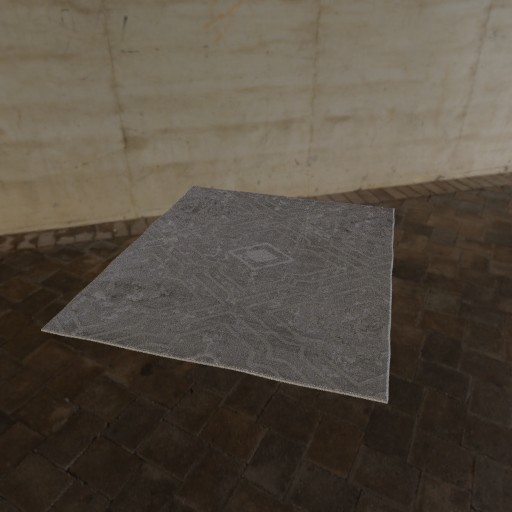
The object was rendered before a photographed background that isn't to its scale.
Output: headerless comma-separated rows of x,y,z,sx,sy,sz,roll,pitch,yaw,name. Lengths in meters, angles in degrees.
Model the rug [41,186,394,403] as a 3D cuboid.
0.000,0.000,0.919,0.548,0.006,0.639,8,32,13,rug
